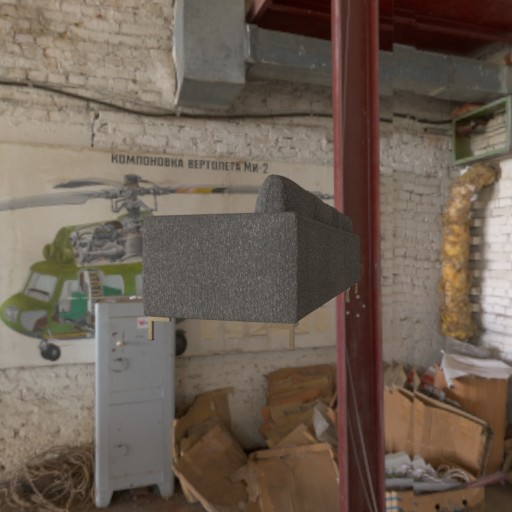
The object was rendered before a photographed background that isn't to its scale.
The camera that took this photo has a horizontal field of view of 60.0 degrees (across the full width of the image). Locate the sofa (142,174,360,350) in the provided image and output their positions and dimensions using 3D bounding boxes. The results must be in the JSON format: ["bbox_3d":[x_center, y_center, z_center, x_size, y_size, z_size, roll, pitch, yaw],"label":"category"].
[{"bbox_3d":[0.000,0.000,3.512,1.350,0.810,2.932,0,1,18],"label":"sofa"}]
